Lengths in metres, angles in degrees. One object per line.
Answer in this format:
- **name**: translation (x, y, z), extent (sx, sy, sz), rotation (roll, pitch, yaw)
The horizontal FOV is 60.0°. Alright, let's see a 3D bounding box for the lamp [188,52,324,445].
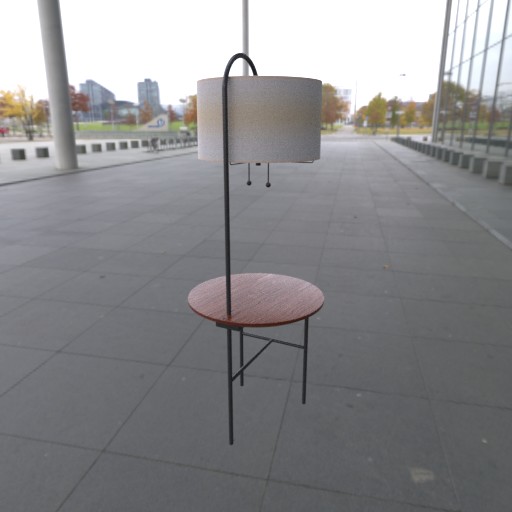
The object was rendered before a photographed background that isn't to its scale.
- **lamp**: translation (0.000, 0.000, 1.835), extent (0.573, 1.517, 0.573), rotation (0, 16, 0)
